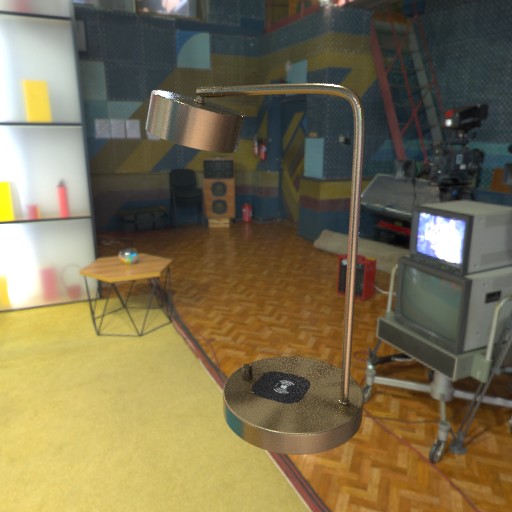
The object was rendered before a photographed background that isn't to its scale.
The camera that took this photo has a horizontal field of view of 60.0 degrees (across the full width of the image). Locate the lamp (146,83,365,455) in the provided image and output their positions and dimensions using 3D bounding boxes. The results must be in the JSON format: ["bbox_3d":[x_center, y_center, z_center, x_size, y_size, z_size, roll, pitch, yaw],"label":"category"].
[{"bbox_3d":[0.000,0.000,0.522,0.270,0.380,0.171,7,17,25],"label":"lamp"}]
